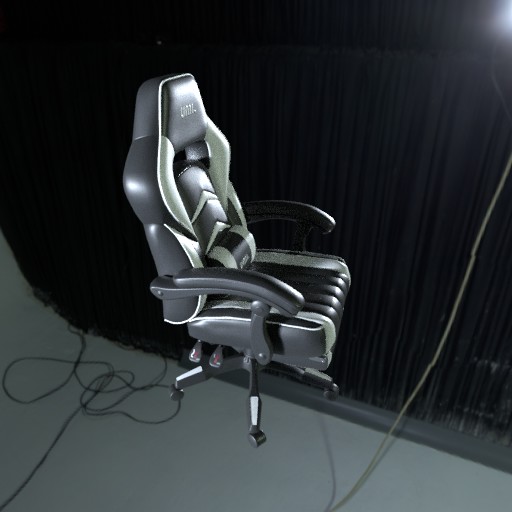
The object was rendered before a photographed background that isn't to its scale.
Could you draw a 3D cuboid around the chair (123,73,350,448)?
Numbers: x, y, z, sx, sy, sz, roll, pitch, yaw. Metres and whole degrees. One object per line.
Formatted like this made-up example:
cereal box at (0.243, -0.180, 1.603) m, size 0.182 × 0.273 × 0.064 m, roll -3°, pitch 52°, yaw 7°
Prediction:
chair at (0.000, 0.000, 1.605) m, size 0.700 × 1.200 × 0.676 m, roll 9°, pitch 30°, yaw 16°
